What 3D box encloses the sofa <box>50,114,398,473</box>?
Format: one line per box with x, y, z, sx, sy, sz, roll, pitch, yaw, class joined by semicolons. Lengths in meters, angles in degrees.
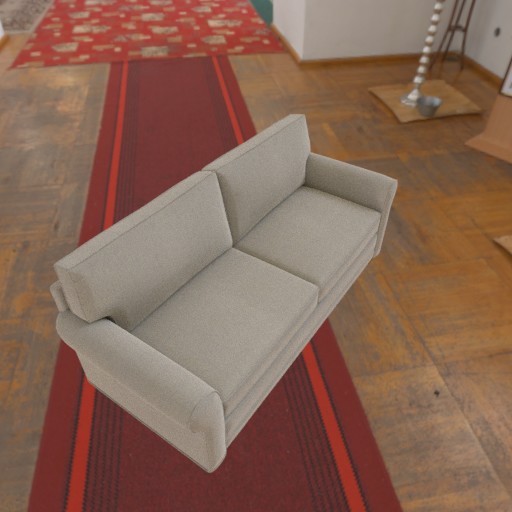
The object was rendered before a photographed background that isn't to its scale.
0.000;0.000;2.608;0.901;0.962;2.146;24;46;26;sofa
